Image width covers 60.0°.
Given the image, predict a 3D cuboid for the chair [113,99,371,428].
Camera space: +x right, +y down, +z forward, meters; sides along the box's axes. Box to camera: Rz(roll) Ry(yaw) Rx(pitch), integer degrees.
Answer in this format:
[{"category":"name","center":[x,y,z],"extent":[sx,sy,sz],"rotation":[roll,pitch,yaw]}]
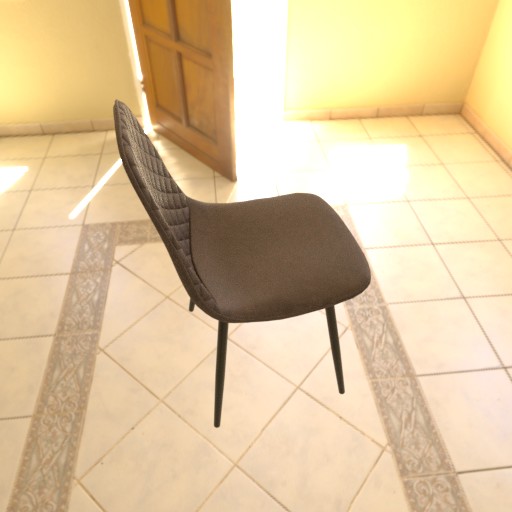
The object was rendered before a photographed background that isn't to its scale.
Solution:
[{"category":"chair","center":[0.000,0.000,1.200],"extent":[0.561,0.889,0.472],"rotation":[-11,46,-11]}]
